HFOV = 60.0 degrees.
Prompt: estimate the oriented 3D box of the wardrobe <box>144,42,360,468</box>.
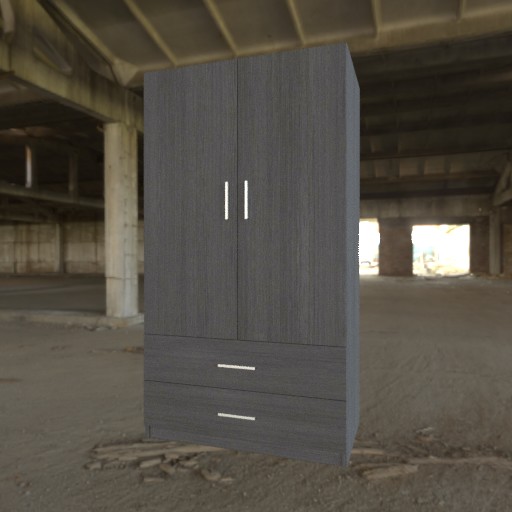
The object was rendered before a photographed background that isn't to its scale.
[{"bbox_3d":[0.000,0.000,2.287,0.991,1.808,0.577,0,0,19],"label":"wardrobe"}]
